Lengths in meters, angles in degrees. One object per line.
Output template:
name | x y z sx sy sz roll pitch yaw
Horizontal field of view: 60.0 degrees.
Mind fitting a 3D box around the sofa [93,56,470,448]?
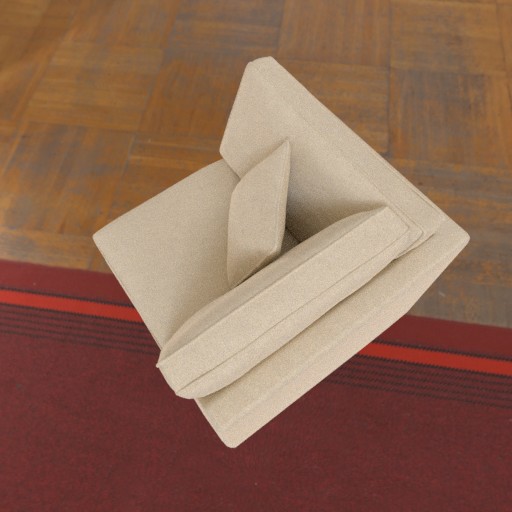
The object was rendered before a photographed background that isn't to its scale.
sofa | 0.000 0.000 1.911 1.146 1.002 1.084 -34 68 -16
